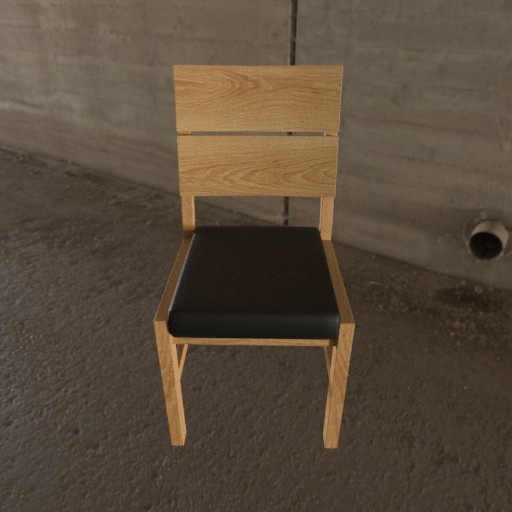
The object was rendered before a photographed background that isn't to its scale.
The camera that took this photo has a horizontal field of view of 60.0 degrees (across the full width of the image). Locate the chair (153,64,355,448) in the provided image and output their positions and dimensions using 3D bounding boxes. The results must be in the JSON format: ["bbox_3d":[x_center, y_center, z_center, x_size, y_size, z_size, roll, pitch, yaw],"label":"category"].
[{"bbox_3d":[0.000,0.000,1.268,0.475,0.950,0.569,1,30,1],"label":"chair"}]
